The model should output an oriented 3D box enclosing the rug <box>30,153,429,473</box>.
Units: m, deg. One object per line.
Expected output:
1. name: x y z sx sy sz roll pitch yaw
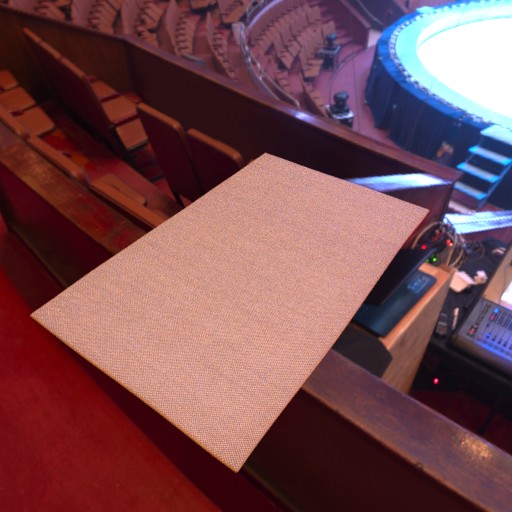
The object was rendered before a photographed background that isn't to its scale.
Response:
1. rug: 0.000 0.000 2.078 1.078 0.013 1.678 26 47 26
